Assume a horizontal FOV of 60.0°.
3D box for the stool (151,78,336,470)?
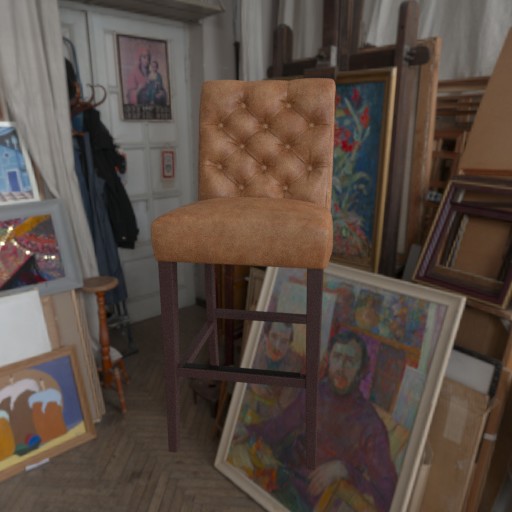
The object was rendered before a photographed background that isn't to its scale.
[{"bbox_3d":[0.000,0.000,1.462,0.493,1.140,0.601,3,16,9],"label":"stool"}]
